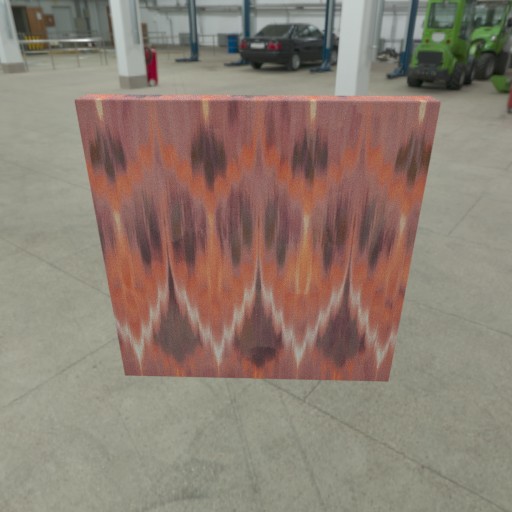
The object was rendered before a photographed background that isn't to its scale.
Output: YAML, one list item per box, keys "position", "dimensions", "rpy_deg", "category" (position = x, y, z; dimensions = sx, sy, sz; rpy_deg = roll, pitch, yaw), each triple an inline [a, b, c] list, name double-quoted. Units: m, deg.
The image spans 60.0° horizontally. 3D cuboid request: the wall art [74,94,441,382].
- position: [0.000, 0.000, 0.598]
  dimensions: [0.403, 0.406, 0.038]
  rpy_deg: [1, 28, 2]
  category: "wall art"
